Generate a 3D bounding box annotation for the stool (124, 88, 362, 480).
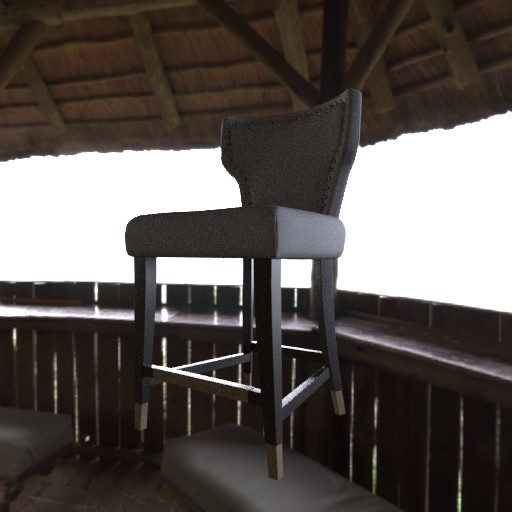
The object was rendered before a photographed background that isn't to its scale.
[{"bbox_3d":[0.000,0.000,1.313,0.527,0.982,0.563,1,1,36],"label":"stool"}]
